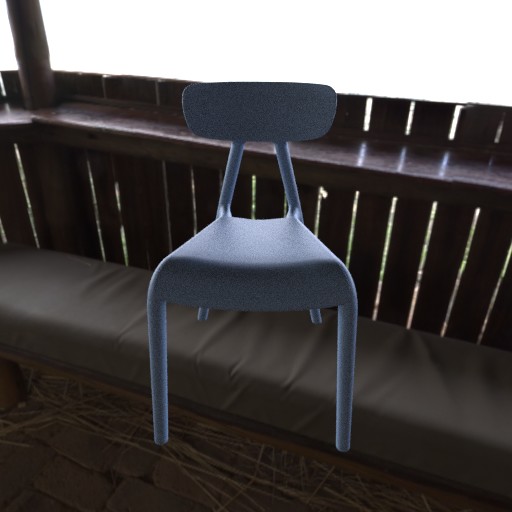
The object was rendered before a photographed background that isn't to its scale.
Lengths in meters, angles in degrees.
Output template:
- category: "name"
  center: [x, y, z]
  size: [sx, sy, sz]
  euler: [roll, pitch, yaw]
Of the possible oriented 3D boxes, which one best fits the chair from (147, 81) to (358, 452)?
- category: "chair"
  center: [0.000, 0.000, 0.842]
  size: [0.356, 0.580, 0.401]
  euler: [1, 28, 2]
